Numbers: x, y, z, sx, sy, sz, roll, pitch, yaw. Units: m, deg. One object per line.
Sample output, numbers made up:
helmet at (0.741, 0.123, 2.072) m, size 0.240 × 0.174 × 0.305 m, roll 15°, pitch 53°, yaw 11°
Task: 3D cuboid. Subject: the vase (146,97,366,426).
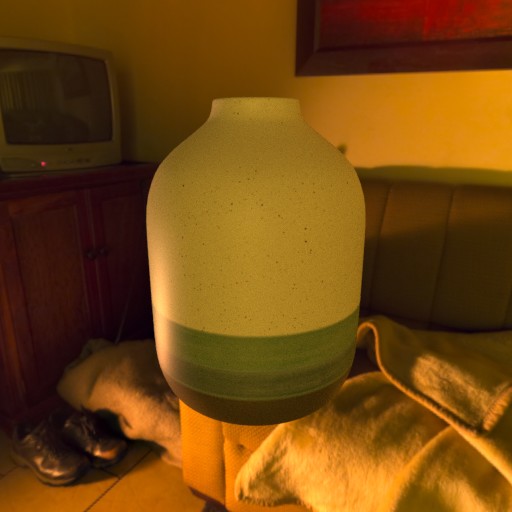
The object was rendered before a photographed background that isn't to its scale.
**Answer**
vase at (0.000, 0.000, 0.360) m, size 0.169 × 0.240 × 0.169 m, roll 0°, pitch 17°, yaw 0°
